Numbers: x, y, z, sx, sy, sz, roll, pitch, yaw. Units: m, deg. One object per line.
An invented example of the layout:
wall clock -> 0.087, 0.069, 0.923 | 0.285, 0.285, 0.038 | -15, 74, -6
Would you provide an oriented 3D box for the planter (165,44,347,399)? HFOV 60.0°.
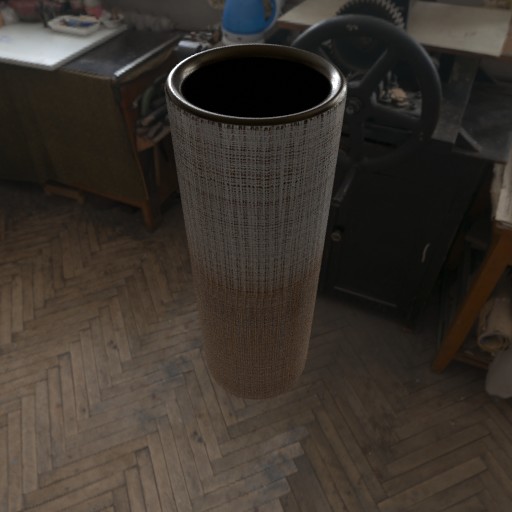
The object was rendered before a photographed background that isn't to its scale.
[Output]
planter -> 0.000, 0.000, 0.339 | 0.099, 0.278, 0.099 | -11, 47, -11
